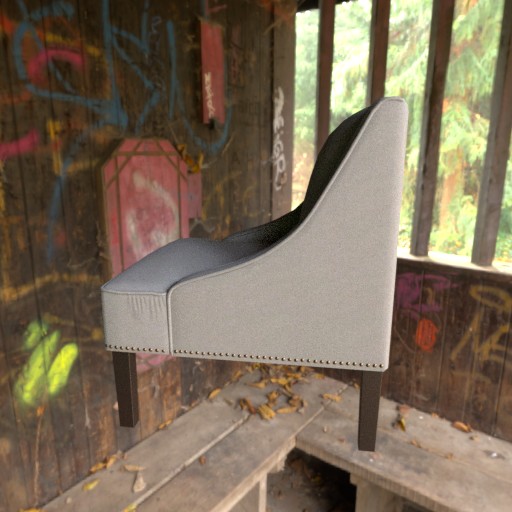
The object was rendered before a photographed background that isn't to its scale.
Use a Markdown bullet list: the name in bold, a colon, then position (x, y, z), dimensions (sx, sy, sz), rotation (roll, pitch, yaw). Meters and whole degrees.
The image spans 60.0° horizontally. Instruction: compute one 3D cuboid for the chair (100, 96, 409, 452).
- **chair**: position (0.000, 0.000, 1.369), dimensions (0.747, 0.867, 0.631), rotation (2, 14, 9)
